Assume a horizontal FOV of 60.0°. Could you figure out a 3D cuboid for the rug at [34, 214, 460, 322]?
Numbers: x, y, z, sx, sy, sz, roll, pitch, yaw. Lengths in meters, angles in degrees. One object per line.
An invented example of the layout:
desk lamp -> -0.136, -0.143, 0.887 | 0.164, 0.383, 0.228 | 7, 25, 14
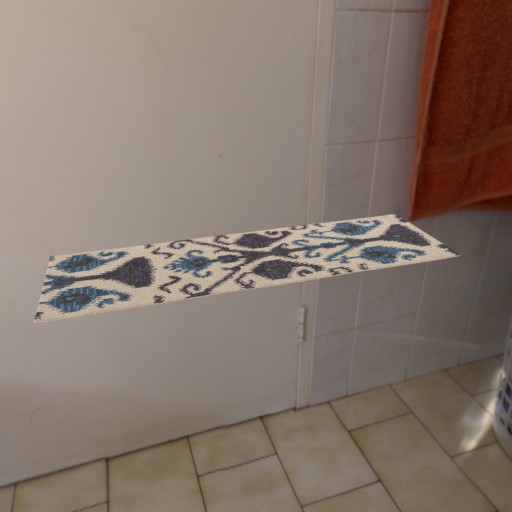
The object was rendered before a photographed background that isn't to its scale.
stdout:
rug -> 0.000, 0.000, 2.585 | 2.301, 0.017, 0.692 | -8, 28, -15
